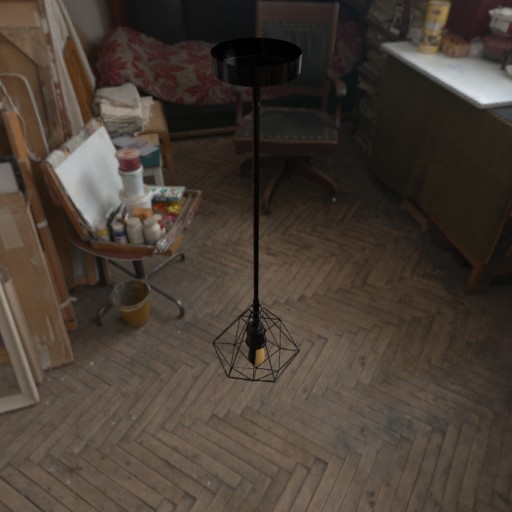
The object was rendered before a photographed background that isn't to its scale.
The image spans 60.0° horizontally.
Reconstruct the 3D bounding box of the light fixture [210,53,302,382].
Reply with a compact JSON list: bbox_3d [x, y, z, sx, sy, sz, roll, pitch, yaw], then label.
[{"bbox_3d":[0.000,0.000,2.012,0.431,1.764,0.487,26,48,26],"label":"light fixture"}]
